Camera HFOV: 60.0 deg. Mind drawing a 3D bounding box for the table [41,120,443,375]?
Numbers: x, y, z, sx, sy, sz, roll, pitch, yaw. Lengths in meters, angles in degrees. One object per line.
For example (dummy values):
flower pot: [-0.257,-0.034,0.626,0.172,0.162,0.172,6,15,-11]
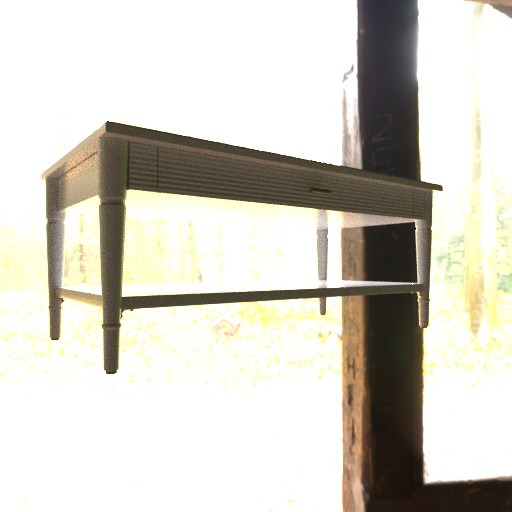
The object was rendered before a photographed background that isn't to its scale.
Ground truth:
table: [0.000,0.000,1.313,1.067,0.457,0.559,1,-1,-36]
